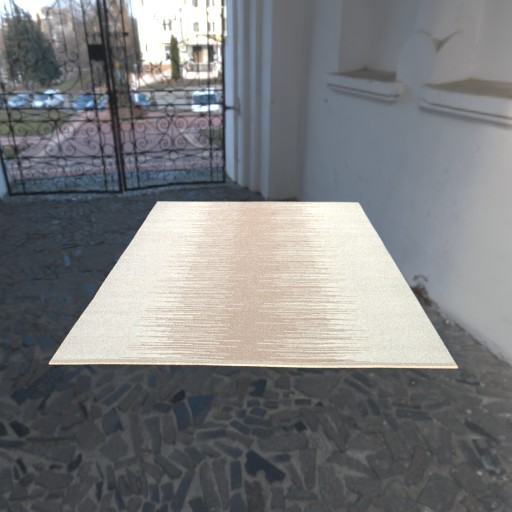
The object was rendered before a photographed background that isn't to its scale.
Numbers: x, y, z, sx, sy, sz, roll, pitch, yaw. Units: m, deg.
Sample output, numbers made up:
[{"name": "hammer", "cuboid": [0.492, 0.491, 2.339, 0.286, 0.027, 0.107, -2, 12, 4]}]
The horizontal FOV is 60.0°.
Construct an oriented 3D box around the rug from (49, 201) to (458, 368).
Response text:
[{"name": "rug", "cuboid": [0.000, 0.000, 4.008, 2.438, 0.013, 3.048, 0, 26, 1]}]
